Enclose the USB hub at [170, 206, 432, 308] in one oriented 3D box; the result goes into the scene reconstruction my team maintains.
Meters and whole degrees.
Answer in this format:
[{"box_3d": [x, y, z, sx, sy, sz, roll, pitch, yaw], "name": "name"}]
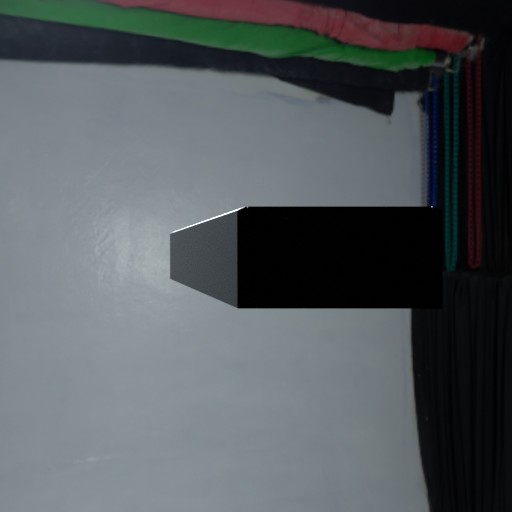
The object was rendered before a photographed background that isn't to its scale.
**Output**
[{"box_3d": [0.000, 0.000, 0.158, 0.044, 0.023, 0.145, 0, 0, -18], "name": "USB hub"}]
